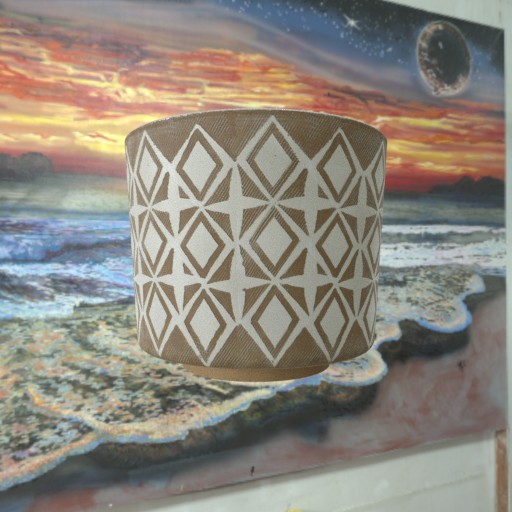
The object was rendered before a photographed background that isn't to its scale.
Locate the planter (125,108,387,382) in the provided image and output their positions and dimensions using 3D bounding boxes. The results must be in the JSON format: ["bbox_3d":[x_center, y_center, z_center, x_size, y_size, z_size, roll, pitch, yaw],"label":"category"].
[{"bbox_3d":[0.000,0.000,0.458,0.260,0.220,0.260,0,0,0],"label":"planter"}]
